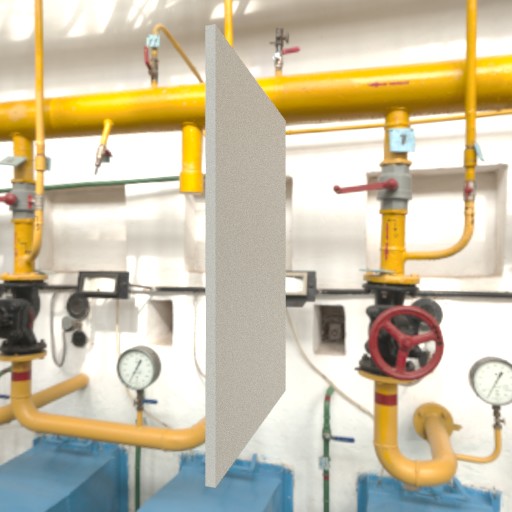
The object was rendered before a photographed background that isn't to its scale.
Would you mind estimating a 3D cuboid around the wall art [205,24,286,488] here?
[{"bbox_3d":[0.000,0.000,0.694,0.013,0.533,0.381,0,0,16],"label":"wall art"}]
